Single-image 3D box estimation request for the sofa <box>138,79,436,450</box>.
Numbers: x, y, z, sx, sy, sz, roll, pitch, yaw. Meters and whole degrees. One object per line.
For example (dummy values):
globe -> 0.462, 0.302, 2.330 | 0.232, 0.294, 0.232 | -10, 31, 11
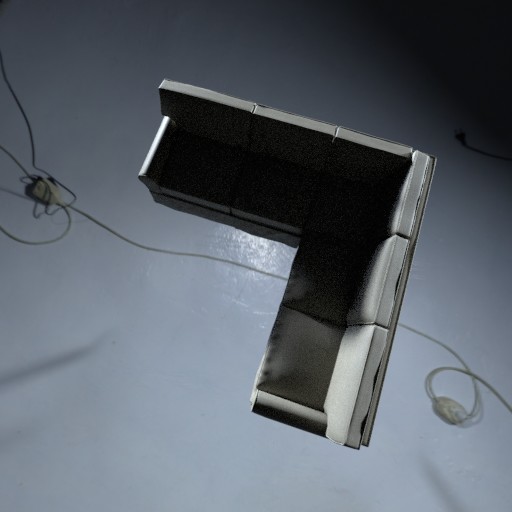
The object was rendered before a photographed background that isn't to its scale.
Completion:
sofa -> 0.000, 0.000, 4.083 | 2.618, 1.081, 2.623 | 17, 76, 5
